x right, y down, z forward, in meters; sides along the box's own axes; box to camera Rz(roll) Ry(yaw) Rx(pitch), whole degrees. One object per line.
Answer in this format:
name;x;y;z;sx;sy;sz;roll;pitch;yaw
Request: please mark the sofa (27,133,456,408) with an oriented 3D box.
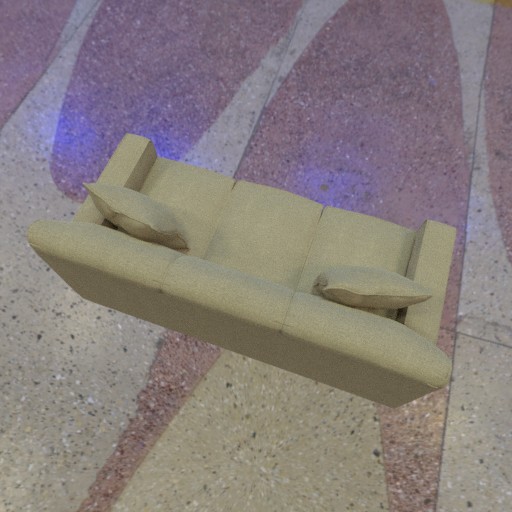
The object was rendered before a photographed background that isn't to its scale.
sofa;0.000;0.000;2.524;2.024;0.958;0.997;18;66;8
